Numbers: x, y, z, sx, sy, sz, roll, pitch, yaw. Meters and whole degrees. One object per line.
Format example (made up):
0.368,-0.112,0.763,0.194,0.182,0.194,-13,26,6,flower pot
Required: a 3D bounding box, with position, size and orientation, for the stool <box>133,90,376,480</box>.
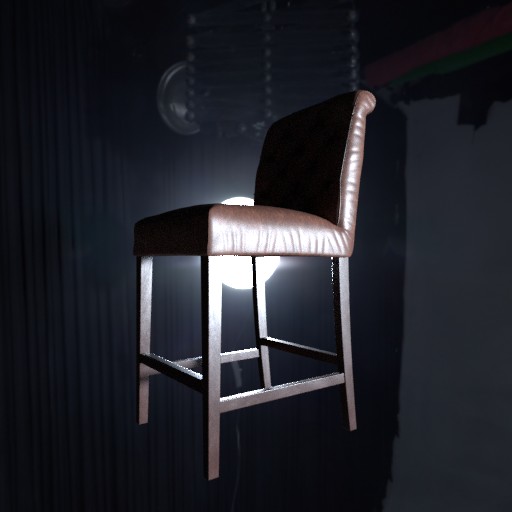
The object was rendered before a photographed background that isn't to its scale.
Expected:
0.000,0.000,1.440,0.660,1.084,0.486,0,0,-36,stool
